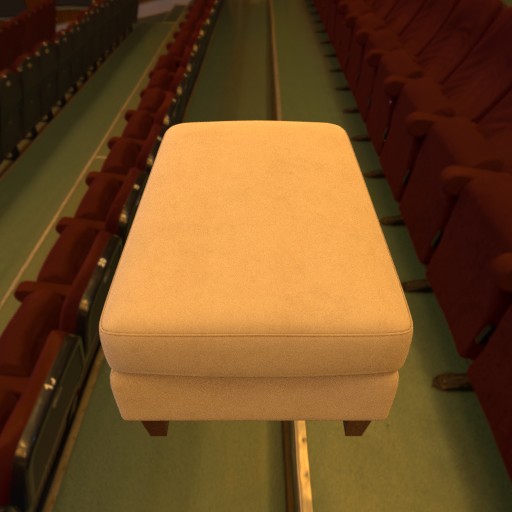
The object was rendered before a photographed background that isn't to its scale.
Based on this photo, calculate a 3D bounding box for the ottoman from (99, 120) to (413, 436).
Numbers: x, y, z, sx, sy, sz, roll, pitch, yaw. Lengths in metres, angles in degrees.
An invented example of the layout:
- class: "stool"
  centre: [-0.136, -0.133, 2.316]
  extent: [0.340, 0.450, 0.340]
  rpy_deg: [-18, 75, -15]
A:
- class: "ottoman"
  centre: [0.000, 0.000, 1.201]
  extent: [0.584, 0.483, 0.864]
  rpy_deg: [0, 41, 0]
